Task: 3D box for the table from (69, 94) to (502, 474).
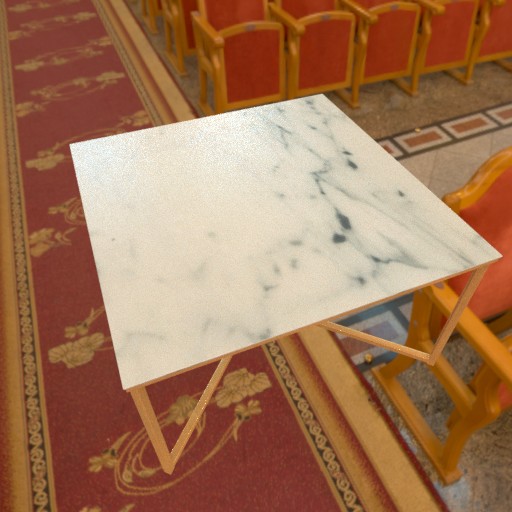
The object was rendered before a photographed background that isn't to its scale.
[{"bbox_3d":[0.000,0.000,1.250,0.800,0.450,0.800,-16,48,-15],"label":"table"}]
